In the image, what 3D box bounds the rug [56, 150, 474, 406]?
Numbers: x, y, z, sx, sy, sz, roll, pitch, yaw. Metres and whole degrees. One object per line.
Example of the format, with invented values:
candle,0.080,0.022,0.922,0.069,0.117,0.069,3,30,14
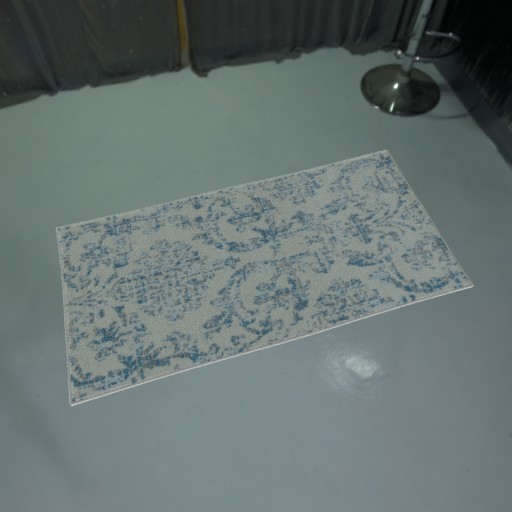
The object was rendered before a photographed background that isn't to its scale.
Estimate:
rug,0.000,0.000,1.421,1.220,0.007,0.605,-15,60,-9
